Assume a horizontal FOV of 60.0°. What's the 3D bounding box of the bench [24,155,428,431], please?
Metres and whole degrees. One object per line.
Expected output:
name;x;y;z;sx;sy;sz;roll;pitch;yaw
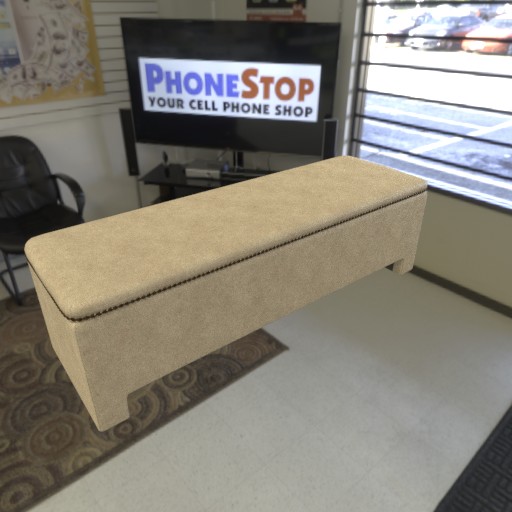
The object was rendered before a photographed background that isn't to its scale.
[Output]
bench;0.000;0.000;1.692;1.482;0.447;0.470;-21;36;-32
